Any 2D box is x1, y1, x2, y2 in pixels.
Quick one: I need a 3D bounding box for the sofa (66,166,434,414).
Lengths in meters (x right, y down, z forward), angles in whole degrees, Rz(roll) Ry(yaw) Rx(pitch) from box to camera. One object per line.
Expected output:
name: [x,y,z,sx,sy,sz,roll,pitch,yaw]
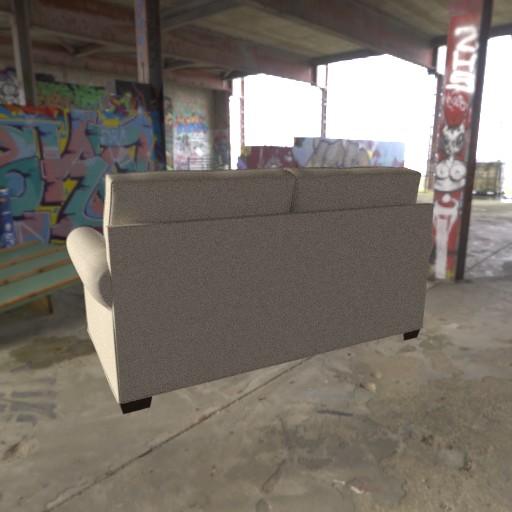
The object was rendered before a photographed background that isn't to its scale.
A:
sofa: [0.000,0.000,2.333,1.774,0.933,0.861,-7,15,-27]
